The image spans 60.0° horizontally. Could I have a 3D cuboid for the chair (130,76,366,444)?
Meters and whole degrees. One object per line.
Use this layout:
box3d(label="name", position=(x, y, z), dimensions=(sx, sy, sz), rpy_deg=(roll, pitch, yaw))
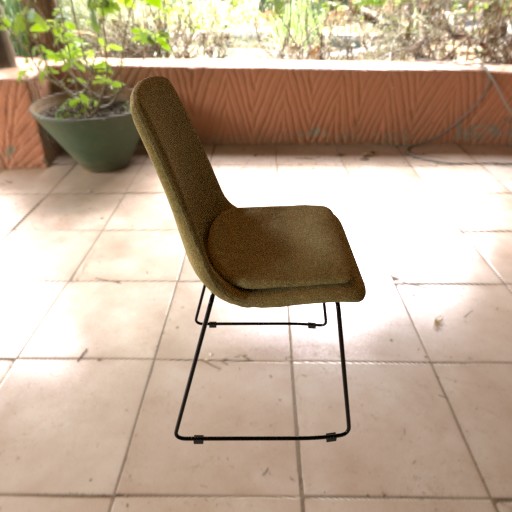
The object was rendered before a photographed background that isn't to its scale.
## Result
box3d(label="chair", position=(0.000, 0.000, 1.137), dimensions=(0.496, 0.849, 0.479), rpy_deg=(0, 31, 0))
